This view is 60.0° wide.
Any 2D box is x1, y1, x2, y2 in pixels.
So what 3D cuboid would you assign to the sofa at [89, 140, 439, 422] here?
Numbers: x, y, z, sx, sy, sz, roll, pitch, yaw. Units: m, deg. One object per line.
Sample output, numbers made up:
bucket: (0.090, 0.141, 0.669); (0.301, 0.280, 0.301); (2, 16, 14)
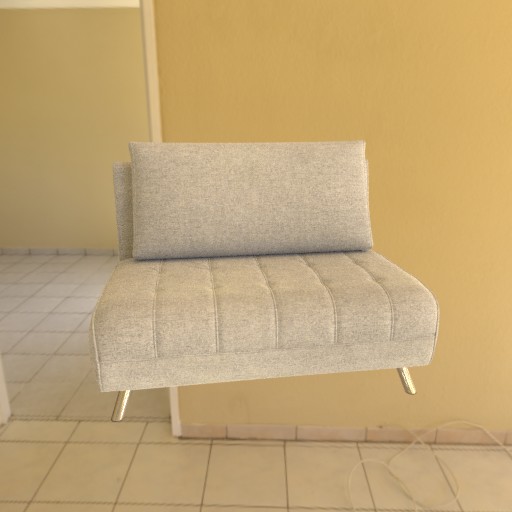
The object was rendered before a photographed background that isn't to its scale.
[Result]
sofa: (0.000, 0.000, 1.852); (1.220, 0.910, 0.910); (-3, 17, -8)
